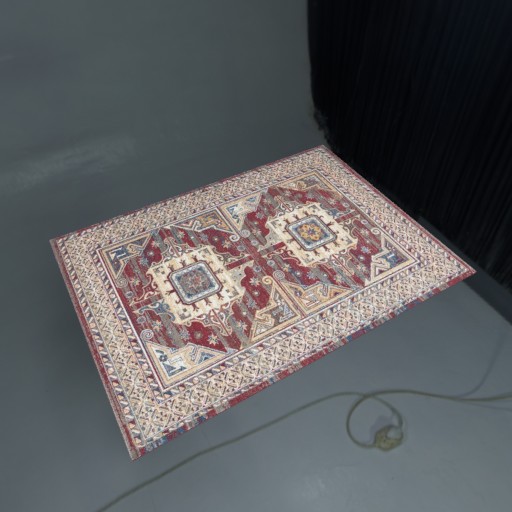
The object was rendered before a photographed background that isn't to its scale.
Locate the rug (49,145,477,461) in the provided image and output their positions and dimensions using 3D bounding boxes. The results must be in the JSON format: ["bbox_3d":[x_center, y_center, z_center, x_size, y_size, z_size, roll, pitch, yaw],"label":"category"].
[{"bbox_3d":[0.000,0.000,2.821,2.210,0.011,1.599,-23,51,-20],"label":"rug"}]
